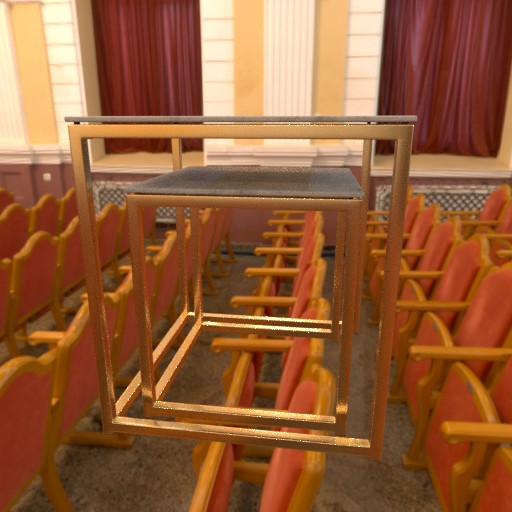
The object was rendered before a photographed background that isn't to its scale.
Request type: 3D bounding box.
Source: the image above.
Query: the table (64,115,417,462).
[{"bbox_3d":[0.000,0.000,0.841,0.450,0.500,0.450,2,17,8],"label":"table"}]
